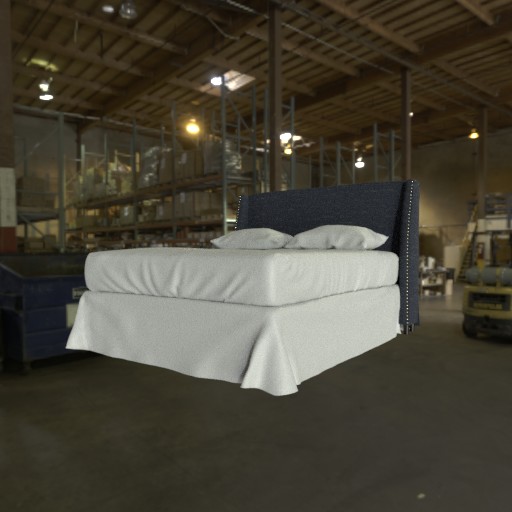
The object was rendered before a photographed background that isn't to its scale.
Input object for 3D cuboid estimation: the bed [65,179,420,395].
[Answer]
[{"bbox_3d":[0.000,0.000,3.519,1.925,1.332,2.276,1,1,36],"label":"bed"}]
